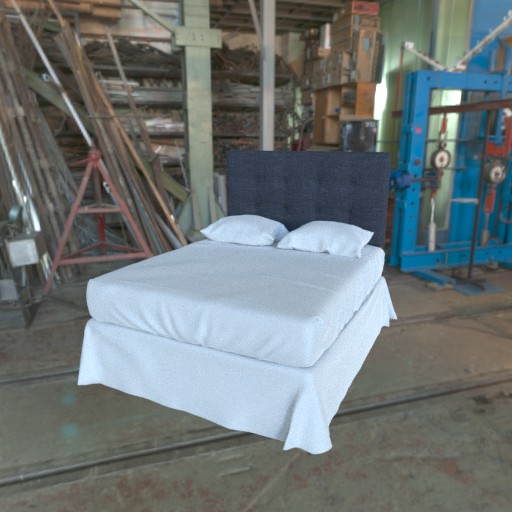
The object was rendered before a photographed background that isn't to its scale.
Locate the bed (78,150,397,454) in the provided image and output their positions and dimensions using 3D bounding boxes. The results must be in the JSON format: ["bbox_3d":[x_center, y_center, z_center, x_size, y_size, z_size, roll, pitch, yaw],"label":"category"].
[{"bbox_3d":[0.000,0.000,3.505,1.936,1.577,2.222,7,16,26],"label":"bed"}]
